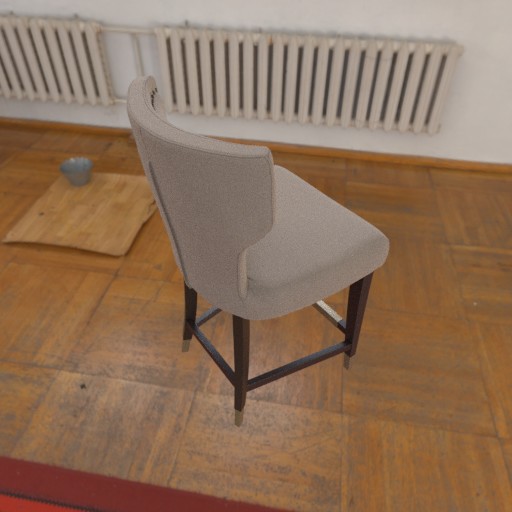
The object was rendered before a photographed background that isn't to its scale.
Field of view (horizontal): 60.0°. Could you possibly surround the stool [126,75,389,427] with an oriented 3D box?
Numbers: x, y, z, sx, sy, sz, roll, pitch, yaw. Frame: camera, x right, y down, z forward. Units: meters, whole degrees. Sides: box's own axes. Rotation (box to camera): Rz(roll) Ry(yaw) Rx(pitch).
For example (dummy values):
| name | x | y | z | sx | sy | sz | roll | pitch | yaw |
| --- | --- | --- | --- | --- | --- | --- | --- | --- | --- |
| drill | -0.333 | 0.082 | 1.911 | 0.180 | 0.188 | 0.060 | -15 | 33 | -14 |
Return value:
| name | x | y | z | sx | sy | sz | roll | pitch | yaw |
| --- | --- | --- | --- | --- | --- | --- | --- | --- | --- |
| stool | 0.000 | 0.000 | 1.312 | 0.563 | 0.982 | 0.527 | -25 | 47 | -26 |
